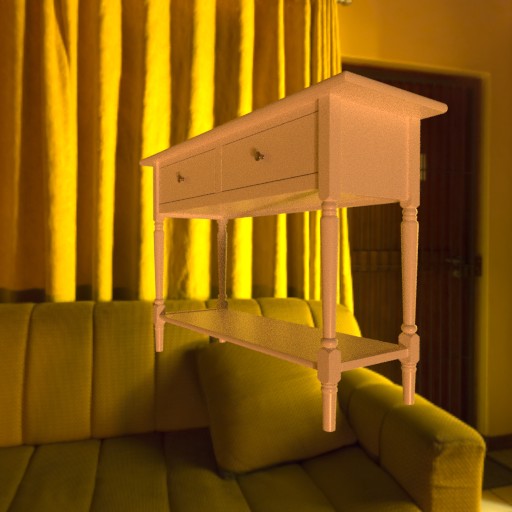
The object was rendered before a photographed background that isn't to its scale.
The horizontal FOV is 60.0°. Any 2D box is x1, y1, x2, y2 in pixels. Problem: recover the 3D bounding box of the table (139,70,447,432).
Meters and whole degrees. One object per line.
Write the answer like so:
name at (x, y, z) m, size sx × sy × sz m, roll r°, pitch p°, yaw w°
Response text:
table at (0.000, 0.000, 1.542) m, size 0.386 × 0.814 × 1.191 m, roll -1°, pitch 1°, yaw -36°
